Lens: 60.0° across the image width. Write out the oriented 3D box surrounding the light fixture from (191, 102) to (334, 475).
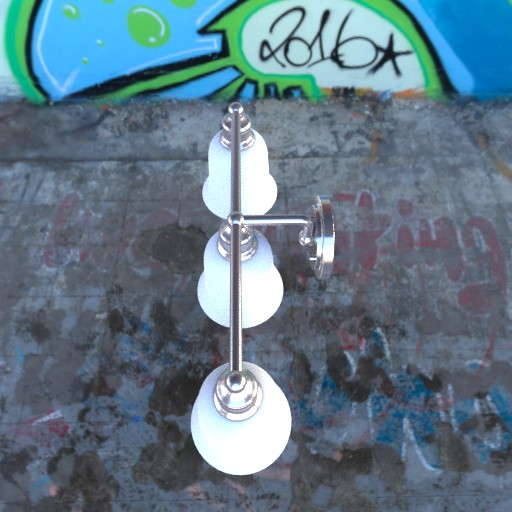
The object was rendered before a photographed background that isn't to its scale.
[{"bbox_3d":[0.000,0.000,0.663,0.198,0.211,0.570,-1,59,-1],"label":"light fixture"}]
